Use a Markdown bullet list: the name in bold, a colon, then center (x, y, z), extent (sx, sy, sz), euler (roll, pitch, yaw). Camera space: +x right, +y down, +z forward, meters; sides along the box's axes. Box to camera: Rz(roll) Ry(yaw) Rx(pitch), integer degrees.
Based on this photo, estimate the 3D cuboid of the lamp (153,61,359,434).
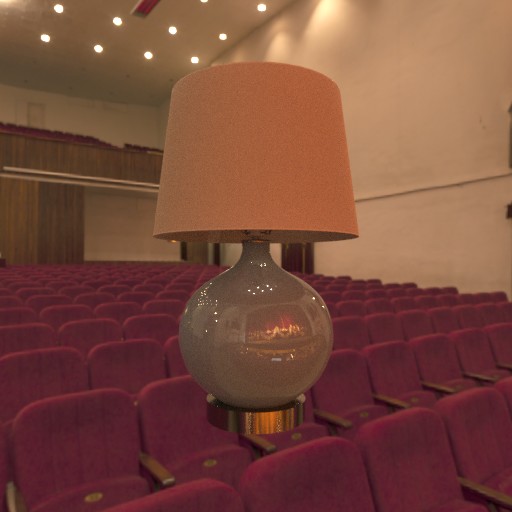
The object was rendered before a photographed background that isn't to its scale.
- **lamp**: center (0.000, 0.000, 0.542), extent (0.247, 0.387, 0.247), euler (0, -2, 0)
